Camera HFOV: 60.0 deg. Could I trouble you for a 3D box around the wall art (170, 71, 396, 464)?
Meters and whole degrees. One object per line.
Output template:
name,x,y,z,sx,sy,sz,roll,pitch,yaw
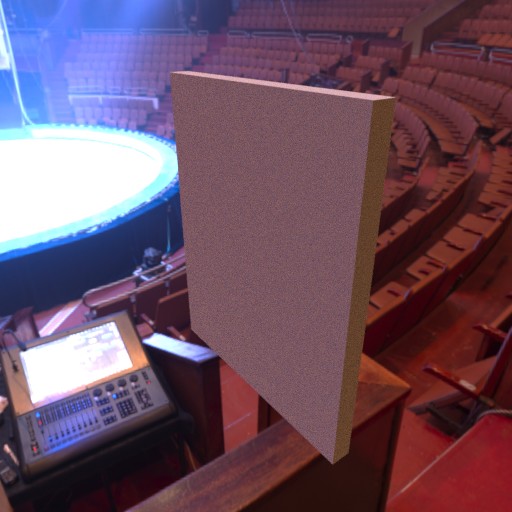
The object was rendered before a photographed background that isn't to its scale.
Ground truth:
wall art,0.000,0.000,0.752,0.039,0.553,0.451,-19,32,-33
